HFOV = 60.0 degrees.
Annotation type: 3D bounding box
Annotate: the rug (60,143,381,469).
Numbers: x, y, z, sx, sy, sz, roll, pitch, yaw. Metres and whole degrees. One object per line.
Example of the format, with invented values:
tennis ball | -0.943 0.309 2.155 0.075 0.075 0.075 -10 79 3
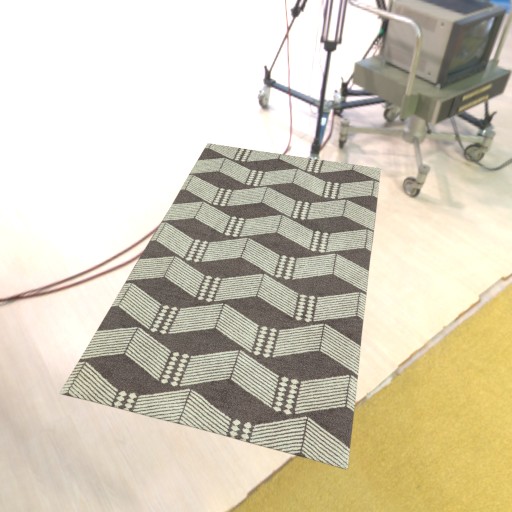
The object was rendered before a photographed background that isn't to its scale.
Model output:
rug | 0.000 0.000 3.009 1.517 0.011 2.435 11 48 10
